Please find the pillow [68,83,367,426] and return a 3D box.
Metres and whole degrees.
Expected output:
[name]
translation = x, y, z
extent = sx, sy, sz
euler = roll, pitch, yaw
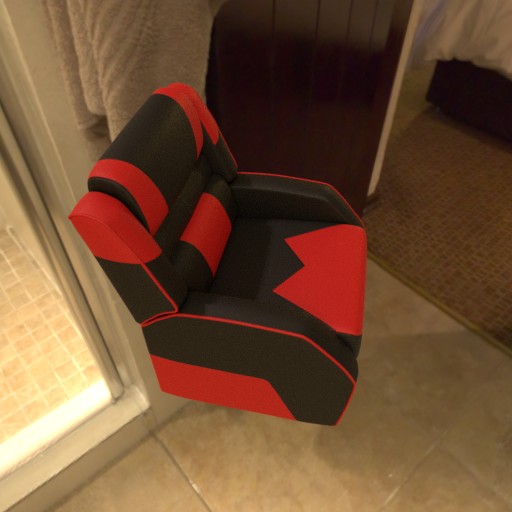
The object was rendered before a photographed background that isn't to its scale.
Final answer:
[pillow]
translation = 0.000, 0.000, 1.318
extent = 0.672, 0.805, 0.620
euler = 9, 47, 8
